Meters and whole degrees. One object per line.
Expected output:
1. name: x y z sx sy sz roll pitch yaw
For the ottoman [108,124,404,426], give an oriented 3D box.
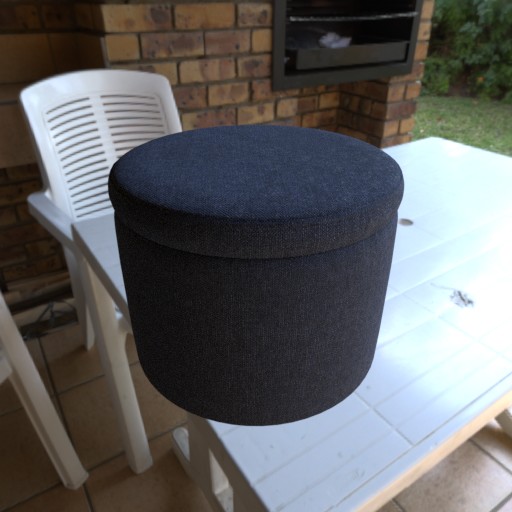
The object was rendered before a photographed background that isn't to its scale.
1. ottoman: 0.000 0.000 0.893 0.520 0.430 0.520 0 30 0
